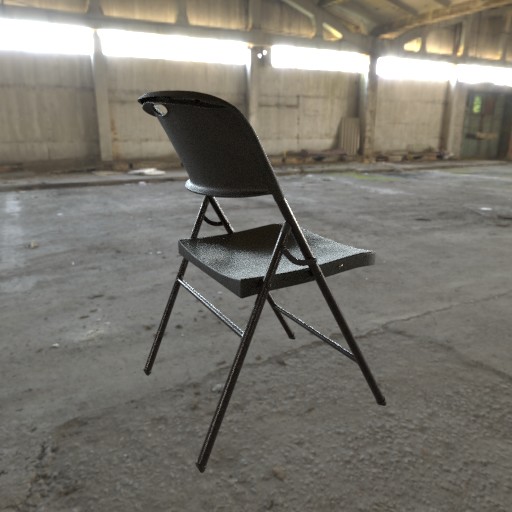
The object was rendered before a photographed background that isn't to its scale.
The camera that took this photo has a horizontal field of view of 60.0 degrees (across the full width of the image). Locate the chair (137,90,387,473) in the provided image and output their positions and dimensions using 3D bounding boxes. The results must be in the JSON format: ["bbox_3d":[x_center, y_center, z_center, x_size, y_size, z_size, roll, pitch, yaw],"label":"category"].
[{"bbox_3d":[0.000,0.000,1.199,0.567,0.810,0.494,-8,17,-27],"label":"chair"}]
